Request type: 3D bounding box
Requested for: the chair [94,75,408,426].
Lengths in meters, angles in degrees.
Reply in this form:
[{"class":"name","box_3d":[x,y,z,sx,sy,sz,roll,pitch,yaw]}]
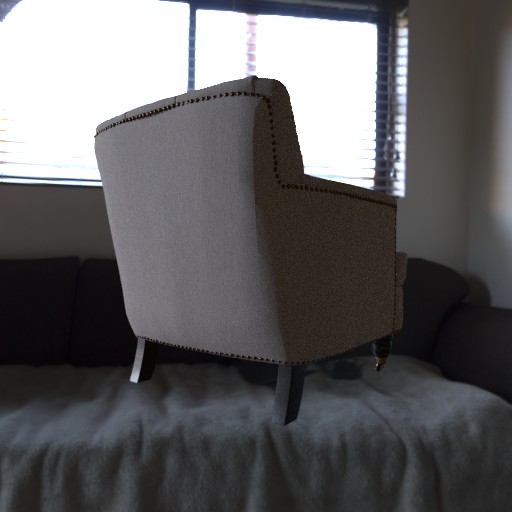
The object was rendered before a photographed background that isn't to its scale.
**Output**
[{"class":"chair","box_3d":[0.000,0.000,1.487,0.737,0.823,0.902,0,0,38]}]
